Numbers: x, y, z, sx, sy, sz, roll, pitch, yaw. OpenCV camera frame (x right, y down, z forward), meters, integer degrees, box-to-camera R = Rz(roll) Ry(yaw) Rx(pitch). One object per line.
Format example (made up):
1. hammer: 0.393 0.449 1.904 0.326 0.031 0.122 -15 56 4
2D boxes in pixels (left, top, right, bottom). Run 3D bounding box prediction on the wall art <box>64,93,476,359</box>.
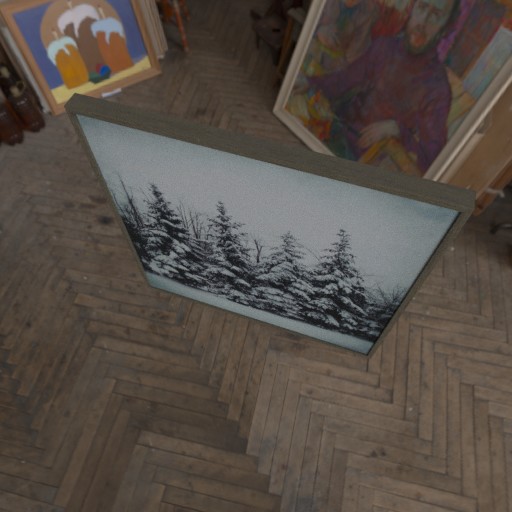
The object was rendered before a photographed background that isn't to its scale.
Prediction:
1. wall art: 0.000 0.000 1.111 0.758 0.758 0.039 16 60 10
